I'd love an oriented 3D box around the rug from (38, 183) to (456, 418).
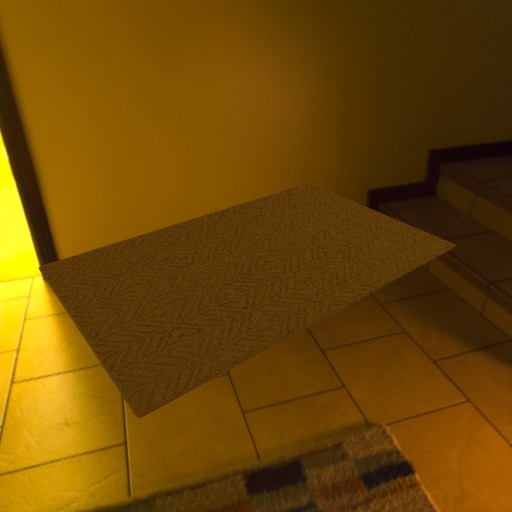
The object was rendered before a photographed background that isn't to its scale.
[{"bbox_3d":[0.000,0.000,3.025,2.438,0.008,1.523,-22,37,-32],"label":"rug"}]
